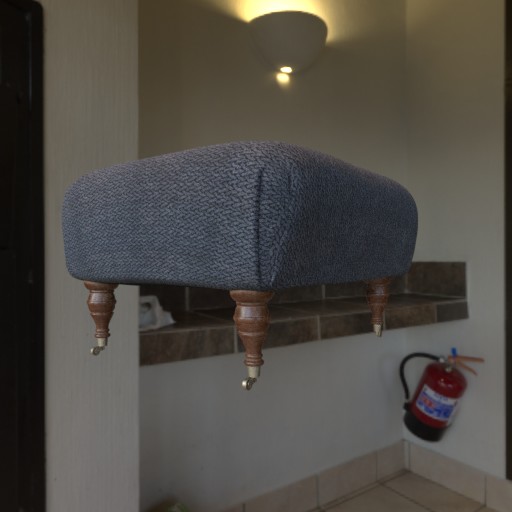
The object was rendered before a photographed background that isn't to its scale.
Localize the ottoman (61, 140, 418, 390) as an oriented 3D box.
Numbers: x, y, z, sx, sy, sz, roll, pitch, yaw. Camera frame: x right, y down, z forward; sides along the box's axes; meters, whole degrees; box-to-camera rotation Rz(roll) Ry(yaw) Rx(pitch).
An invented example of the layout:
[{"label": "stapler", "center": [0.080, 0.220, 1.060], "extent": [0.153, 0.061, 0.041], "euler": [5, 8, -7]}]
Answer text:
[{"label": "ottoman", "center": [0.000, 0.000, 1.115], "extent": [0.622, 0.450, 0.747], "euler": [0, 0, 36]}]
